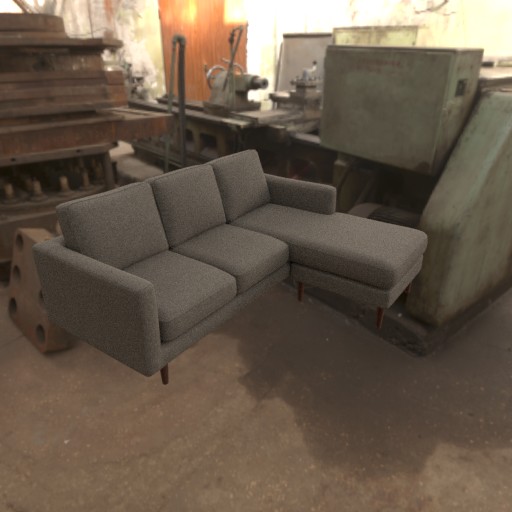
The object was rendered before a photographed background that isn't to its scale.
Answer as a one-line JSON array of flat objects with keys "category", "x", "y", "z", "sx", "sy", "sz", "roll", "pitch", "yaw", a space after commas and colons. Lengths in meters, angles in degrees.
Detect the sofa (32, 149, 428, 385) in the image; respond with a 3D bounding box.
[{"category": "sofa", "x": 0.000, "y": 0.000, "z": 2.914, "sx": 1.667, "sy": 0.957, "sz": 2.055, "roll": 17, "pitch": 30, "yaw": 32}]
